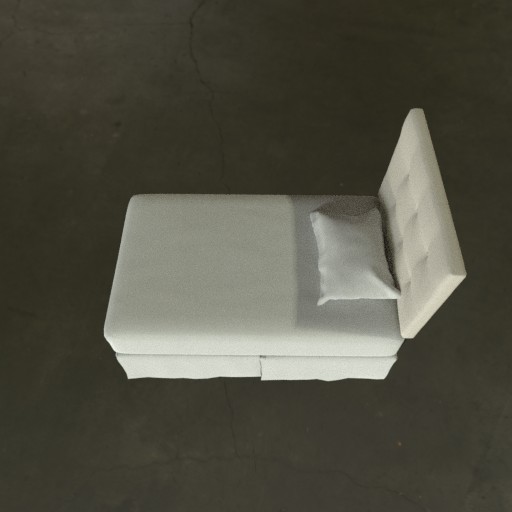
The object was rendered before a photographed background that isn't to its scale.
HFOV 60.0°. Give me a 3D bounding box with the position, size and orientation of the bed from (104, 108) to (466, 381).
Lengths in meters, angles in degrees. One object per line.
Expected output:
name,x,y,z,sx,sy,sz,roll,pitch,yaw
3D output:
bed,0.000,0.000,3.003,1.997,1.571,1.261,1,59,0
